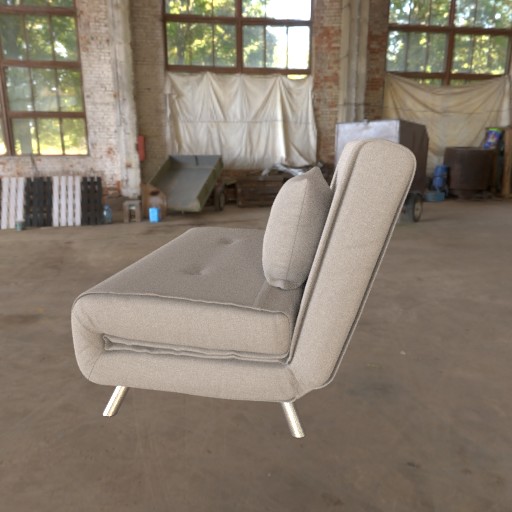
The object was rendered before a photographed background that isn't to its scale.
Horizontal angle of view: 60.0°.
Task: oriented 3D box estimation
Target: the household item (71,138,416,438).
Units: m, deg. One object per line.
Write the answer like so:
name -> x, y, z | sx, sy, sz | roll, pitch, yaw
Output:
household item -> 0.000, 0.000, 1.571 | 0.874, 0.800, 1.000 | 3, 15, 10
